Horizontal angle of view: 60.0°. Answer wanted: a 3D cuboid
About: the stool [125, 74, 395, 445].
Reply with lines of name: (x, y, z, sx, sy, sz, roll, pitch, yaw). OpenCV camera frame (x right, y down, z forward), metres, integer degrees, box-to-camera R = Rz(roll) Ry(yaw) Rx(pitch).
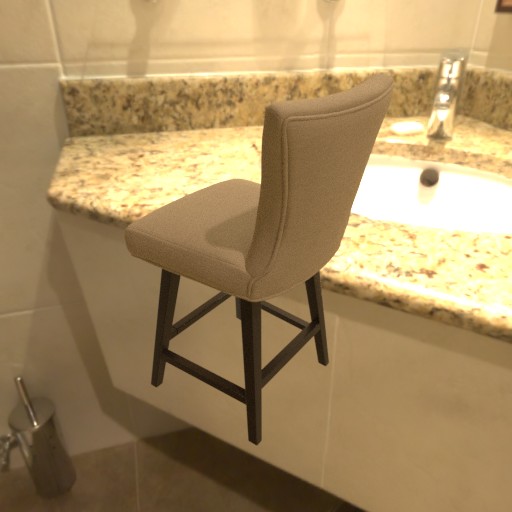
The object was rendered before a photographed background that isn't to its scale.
stool: (0.000, 0.000, 1.320, 0.574, 1.000, 0.514, 21, 36, 31)
